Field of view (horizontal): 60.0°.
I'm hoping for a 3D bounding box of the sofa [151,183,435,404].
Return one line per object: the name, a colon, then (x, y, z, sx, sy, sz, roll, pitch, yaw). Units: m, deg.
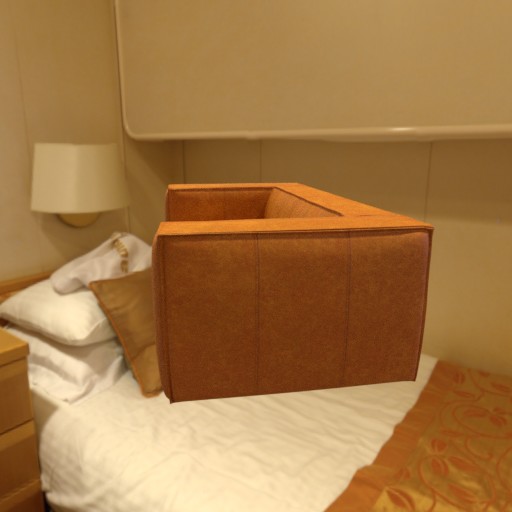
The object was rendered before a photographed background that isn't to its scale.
sofa: (0.000, 0.000, 2.639, 1.102, 0.703, 2.088, -2, 14, -9)
